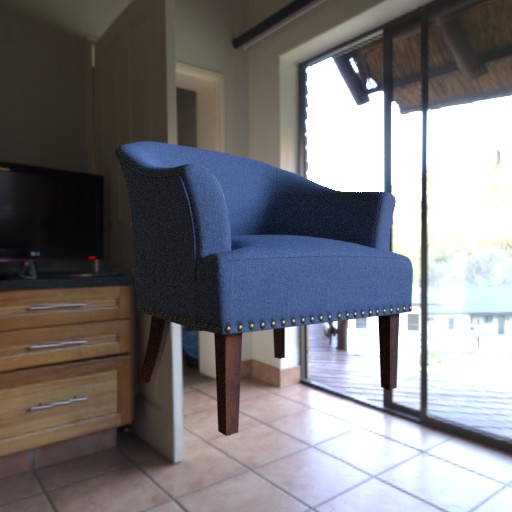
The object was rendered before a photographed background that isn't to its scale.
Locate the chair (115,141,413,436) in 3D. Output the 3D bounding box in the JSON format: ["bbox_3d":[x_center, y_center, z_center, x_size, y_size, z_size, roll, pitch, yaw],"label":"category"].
[{"bbox_3d":[0.000,0.000,1.427,0.798,0.815,0.704,0,0,-36],"label":"chair"}]
